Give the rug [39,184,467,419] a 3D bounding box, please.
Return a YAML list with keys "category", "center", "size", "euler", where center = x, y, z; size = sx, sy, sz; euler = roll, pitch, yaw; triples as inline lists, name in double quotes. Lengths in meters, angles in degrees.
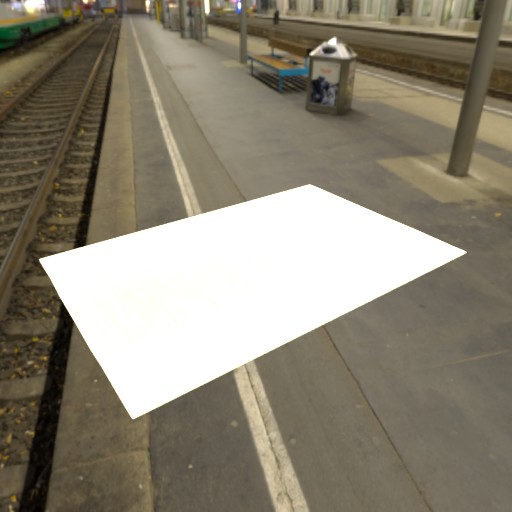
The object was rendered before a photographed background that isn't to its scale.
- category: "rug"
  center: [0.000, 0.000, 2.295]
  size: [1.850, 0.006, 1.234]
  euler: [-20, 35, -30]
